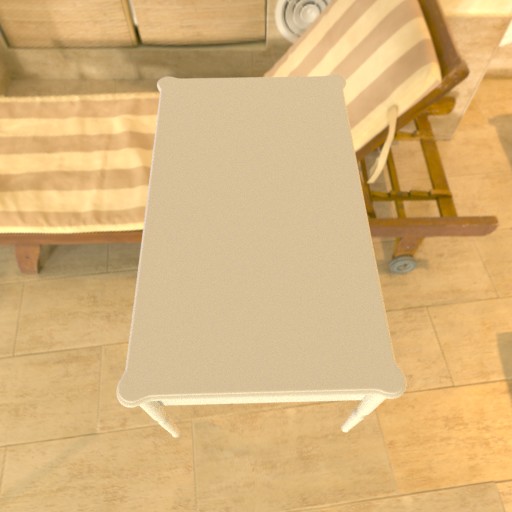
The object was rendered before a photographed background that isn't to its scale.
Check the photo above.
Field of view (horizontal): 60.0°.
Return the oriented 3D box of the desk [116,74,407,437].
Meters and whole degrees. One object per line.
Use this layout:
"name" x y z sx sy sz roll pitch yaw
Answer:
"desk" 0.000 0.000 1.879 0.807 0.762 1.380 -1 59 -1
